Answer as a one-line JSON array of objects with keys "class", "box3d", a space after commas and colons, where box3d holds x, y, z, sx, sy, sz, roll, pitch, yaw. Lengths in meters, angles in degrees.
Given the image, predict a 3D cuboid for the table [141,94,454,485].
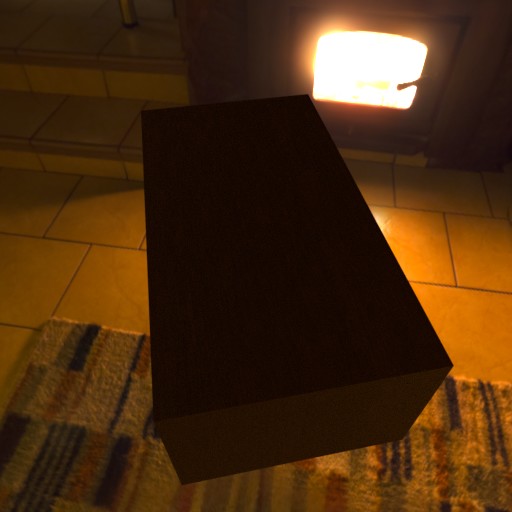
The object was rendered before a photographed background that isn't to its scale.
[{"class": "table", "box3d": [0.000, 0.000, 1.369, 0.597, 0.424, 1.099, -8, 49, -7]}]
